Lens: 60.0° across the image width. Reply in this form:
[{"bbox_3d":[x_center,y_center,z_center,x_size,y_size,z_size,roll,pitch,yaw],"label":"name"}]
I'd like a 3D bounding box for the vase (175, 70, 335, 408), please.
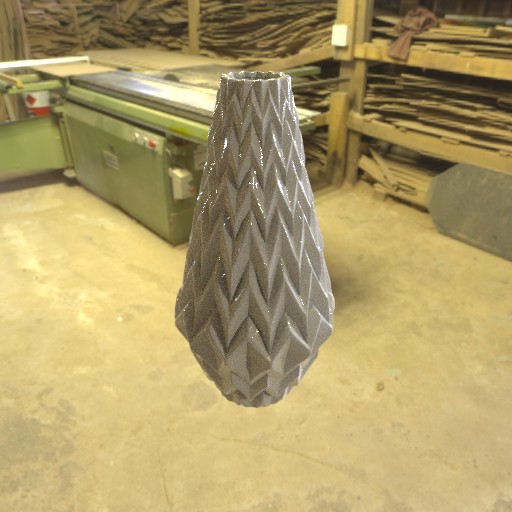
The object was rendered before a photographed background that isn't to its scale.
[{"bbox_3d":[0.000,0.000,0.430,0.167,0.328,0.167,0,30,0],"label":"vase"}]
